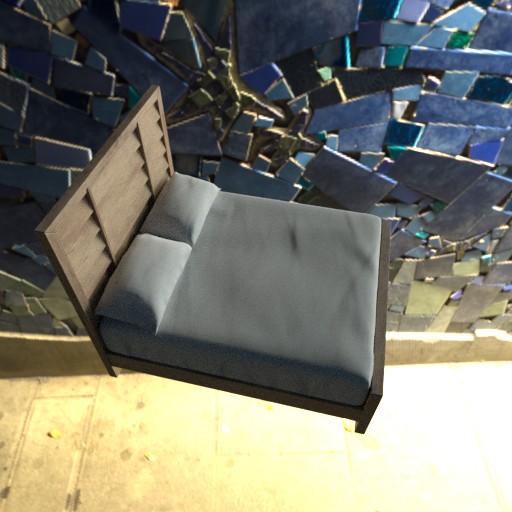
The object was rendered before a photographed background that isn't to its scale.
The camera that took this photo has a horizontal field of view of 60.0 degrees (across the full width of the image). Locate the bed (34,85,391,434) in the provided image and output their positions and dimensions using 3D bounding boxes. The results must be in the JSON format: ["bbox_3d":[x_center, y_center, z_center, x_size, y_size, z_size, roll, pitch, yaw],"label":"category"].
[{"bbox_3d":[0.000,0.000,3.292,2.017,1.631,1.615,10,49,9],"label":"bed"}]
